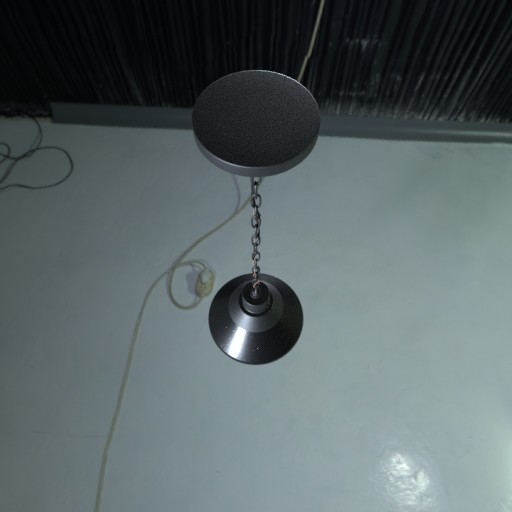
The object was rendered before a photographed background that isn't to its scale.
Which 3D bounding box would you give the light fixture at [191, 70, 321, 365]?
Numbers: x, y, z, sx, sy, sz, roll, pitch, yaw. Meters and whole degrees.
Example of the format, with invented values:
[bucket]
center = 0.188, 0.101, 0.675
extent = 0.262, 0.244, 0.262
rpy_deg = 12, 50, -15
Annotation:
[light fixture]
center = 0.000, 0.000, 0.675
extent = 0.201, 0.588, 0.201
rpy_deg = -2, 64, -1
